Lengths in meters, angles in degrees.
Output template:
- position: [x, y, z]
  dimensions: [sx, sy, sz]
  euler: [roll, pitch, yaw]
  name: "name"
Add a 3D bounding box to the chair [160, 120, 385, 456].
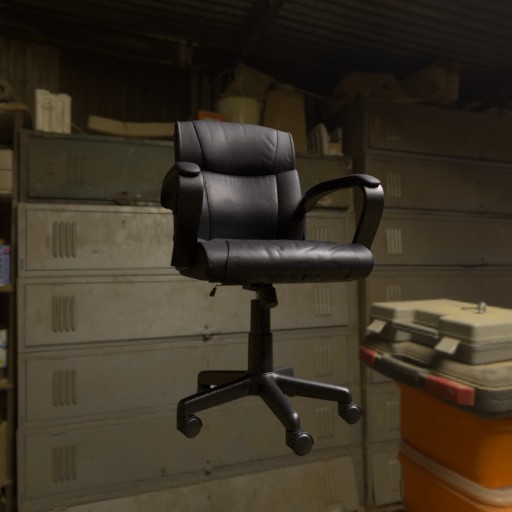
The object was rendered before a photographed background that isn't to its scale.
- position: [0.000, 0.000, 1.397]
  dimensions: [0.576, 0.998, 0.641]
  euler: [0, 0, -19]
  name: "chair"
